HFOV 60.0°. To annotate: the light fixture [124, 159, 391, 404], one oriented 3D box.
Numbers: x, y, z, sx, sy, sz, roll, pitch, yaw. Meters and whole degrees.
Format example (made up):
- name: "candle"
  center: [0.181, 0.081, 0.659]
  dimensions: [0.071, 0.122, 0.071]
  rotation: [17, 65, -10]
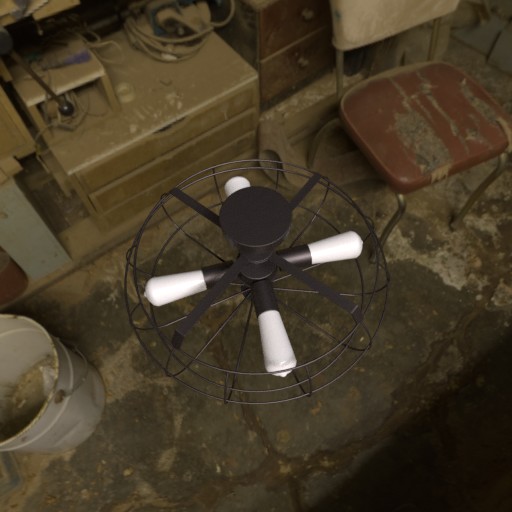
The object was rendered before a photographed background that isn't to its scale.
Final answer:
- name: "light fixture"
  center: [0.000, 0.000, 0.933]
  dimensions: [0.582, 0.311, 0.582]
  rotation: [0, 62, 0]
